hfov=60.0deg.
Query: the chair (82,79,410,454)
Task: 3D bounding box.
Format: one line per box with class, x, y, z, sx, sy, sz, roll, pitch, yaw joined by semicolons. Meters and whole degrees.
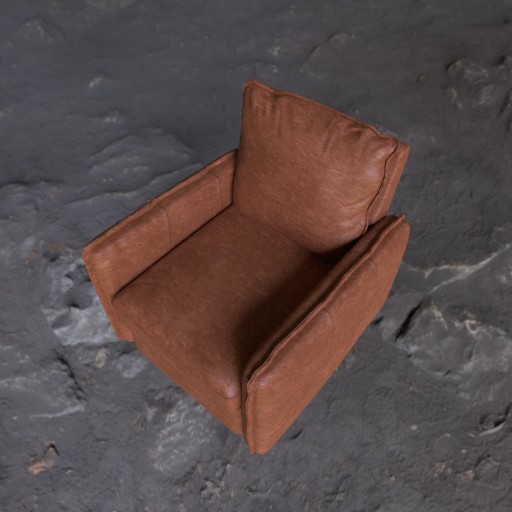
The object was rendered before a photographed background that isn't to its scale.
chair;0.000;0.000;1.602;0.830;0.922;0.922;32;56;25
